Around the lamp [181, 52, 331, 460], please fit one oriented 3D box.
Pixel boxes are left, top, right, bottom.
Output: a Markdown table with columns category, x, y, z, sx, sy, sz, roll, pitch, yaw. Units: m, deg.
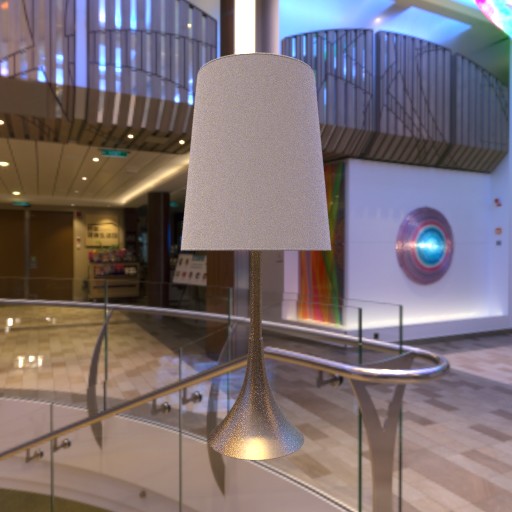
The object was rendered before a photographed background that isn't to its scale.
| category | x | y | z | sx | sy | sz | roll | pitch | yaw |
| --- | --- | --- | --- | --- | --- | --- | --- | --- | --- |
| lamp | 0.000 | 0.000 | 0.690 | 0.231 | 0.569 | 0.231 | 0 | 1 | 0 |
